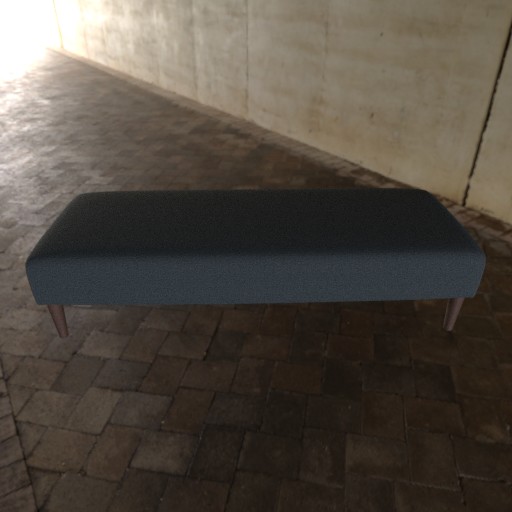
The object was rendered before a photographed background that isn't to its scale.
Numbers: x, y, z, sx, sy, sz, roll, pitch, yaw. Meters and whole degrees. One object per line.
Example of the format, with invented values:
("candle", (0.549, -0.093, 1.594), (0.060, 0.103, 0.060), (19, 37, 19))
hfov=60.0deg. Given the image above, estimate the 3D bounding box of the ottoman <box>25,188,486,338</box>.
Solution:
("ottoman", (0.000, 0.000, 1.863), (1.609, 0.393, 0.646), (-1, 31, -1))
